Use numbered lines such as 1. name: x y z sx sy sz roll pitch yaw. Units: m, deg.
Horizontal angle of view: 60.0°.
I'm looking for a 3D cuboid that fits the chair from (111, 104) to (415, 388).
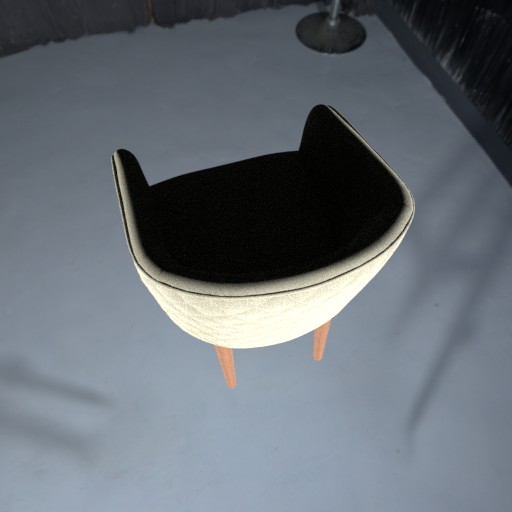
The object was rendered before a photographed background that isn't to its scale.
1. chair: 0.000 0.000 1.192 0.584 0.775 0.616 -15 60 -9
